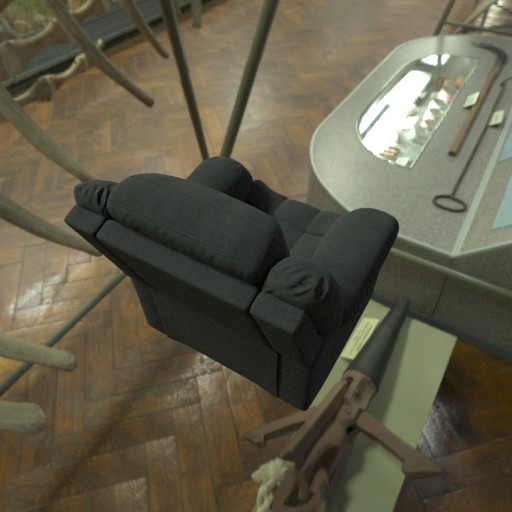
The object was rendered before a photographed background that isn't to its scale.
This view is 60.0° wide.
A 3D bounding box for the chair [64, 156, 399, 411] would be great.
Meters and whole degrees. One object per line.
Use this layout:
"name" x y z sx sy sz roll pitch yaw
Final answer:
"chair" 0.000 0.000 1.724 0.899 1.008 0.944 24 50 21
